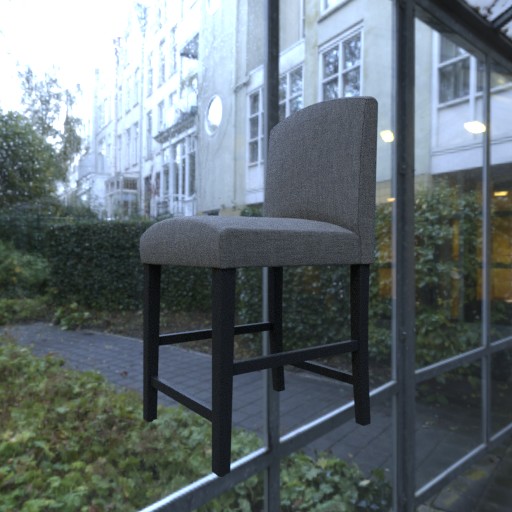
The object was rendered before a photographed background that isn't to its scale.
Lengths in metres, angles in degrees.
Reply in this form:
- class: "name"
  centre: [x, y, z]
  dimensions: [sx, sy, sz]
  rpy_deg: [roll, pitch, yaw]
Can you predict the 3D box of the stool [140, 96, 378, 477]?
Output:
- class: "stool"
  centre: [0.000, 0.000, 1.276]
  dimensions: [0.552, 0.966, 0.451]
  rpy_deg: [-1, 1, -37]
